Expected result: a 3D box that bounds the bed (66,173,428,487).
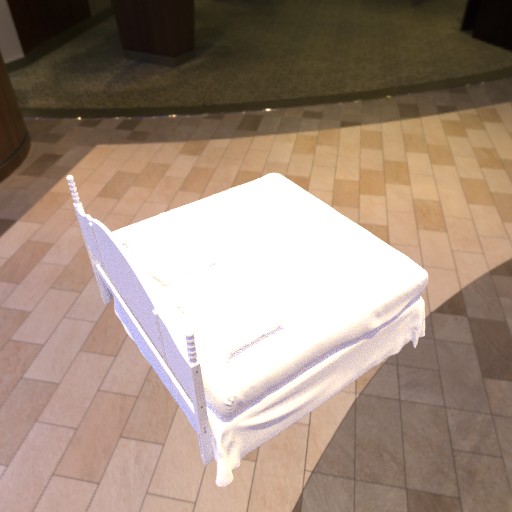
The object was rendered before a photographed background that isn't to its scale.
[{"bbox_3d":[0.000,0.000,3.671,2.219,1.355,2.322,-25,46,-26],"label":"bed"}]
